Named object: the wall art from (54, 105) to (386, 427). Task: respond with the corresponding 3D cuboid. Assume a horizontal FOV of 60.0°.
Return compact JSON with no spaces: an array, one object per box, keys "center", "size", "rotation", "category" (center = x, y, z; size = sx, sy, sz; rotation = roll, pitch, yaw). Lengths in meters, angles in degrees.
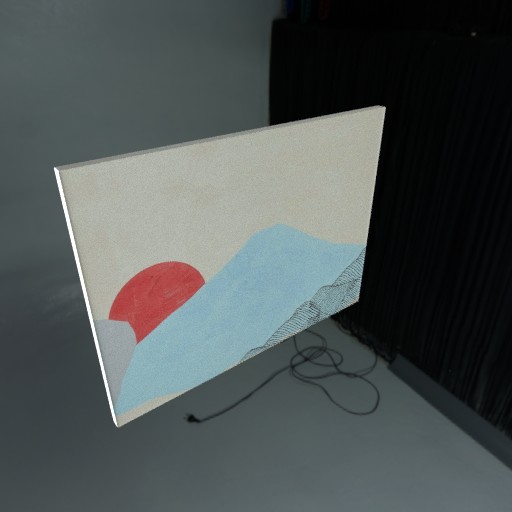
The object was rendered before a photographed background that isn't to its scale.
[{"center":[0.000,0.000,1.622],"size":[1.219,0.912,0.042],"rotation":[-21,36,-32],"category":"wall art"}]
